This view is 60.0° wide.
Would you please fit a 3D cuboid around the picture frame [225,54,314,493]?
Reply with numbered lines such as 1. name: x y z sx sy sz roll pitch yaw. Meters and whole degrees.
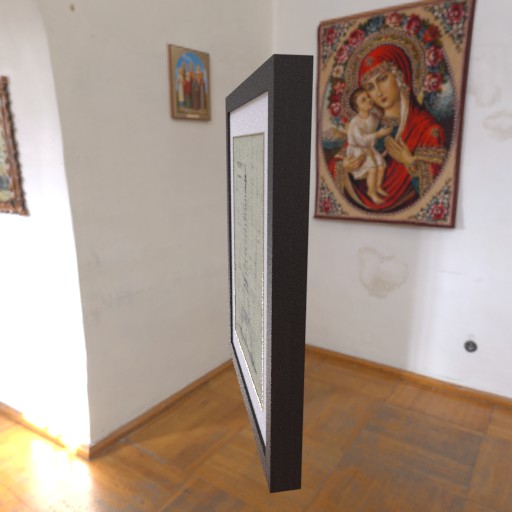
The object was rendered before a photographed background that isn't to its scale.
1. picture frame: 0.000 0.000 0.758 0.044 0.555 0.452 -3 14 -10
